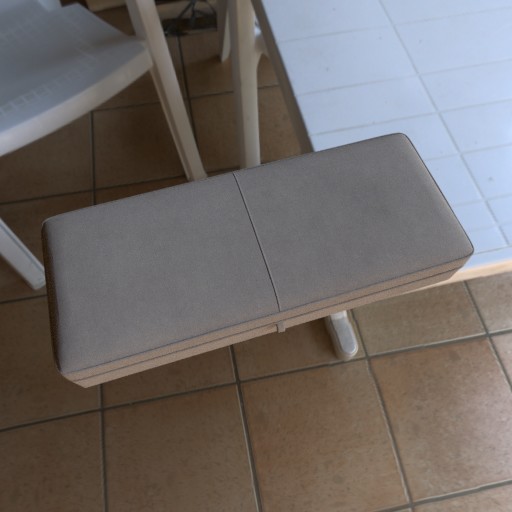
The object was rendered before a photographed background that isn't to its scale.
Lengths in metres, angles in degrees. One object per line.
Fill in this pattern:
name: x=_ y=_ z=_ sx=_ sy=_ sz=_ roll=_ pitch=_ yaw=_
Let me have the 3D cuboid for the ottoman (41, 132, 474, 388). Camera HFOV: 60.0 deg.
ottoman: x=0.000 y=0.000 z=1.996 sx=1.726 sy=0.460 sz=0.735 roll=-15 pitch=64 yaw=-8
